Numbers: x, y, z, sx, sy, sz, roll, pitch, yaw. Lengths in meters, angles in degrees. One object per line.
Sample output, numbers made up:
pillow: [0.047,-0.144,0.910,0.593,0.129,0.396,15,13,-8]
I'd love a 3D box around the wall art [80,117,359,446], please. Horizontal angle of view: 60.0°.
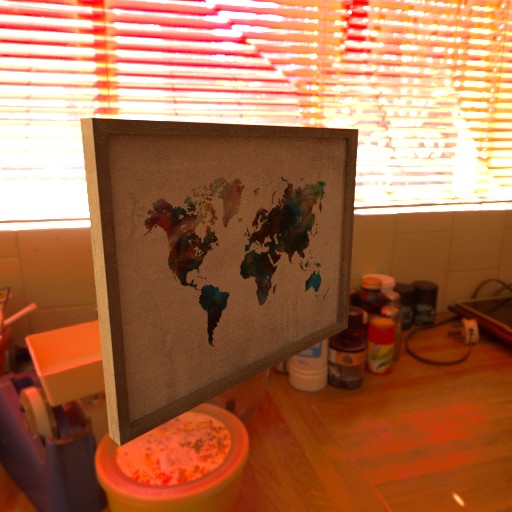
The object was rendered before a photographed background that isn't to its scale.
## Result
wall art: [0.000,0.000,1.781,0.070,1.009,1.320,13,19,43]
